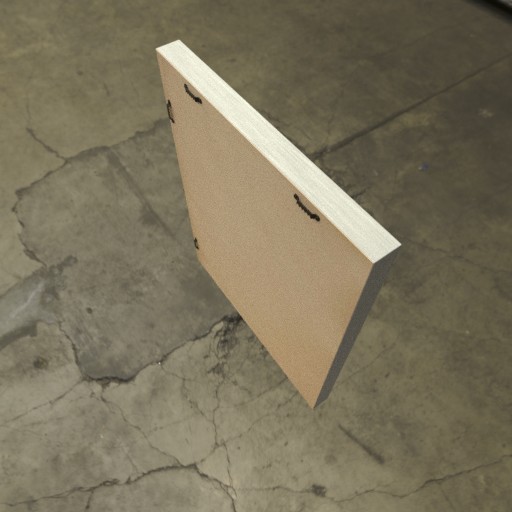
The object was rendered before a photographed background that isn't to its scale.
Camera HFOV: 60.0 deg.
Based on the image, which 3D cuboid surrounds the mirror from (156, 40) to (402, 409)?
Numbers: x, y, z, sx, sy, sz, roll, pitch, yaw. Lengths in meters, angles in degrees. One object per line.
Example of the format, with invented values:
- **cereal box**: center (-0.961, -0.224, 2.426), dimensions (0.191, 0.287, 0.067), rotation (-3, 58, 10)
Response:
- **mirror**: center (0.000, 0.000, 0.703), dimensions (0.041, 0.508, 0.405), rotation (-31, 62, -19)
